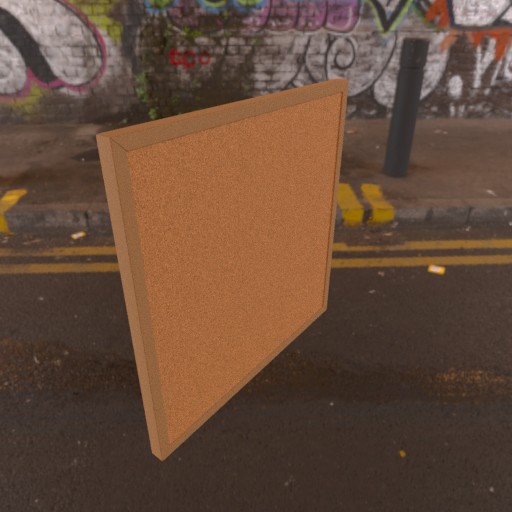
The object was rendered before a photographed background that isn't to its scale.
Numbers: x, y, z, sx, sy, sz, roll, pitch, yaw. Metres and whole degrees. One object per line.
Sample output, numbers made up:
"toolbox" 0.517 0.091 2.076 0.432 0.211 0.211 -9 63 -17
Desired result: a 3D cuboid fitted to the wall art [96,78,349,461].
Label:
"wall art" 0.000 0.000 1.127 0.037 0.761 0.761 21 36 32
